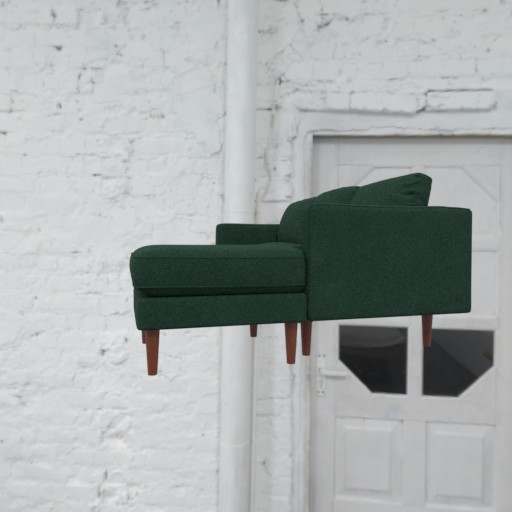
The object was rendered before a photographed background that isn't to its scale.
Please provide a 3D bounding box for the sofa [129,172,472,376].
[{"bbox_3d":[0.000,0.000,2.862,1.580,0.899,2.030,0,2,-16],"label":"sofa"}]
